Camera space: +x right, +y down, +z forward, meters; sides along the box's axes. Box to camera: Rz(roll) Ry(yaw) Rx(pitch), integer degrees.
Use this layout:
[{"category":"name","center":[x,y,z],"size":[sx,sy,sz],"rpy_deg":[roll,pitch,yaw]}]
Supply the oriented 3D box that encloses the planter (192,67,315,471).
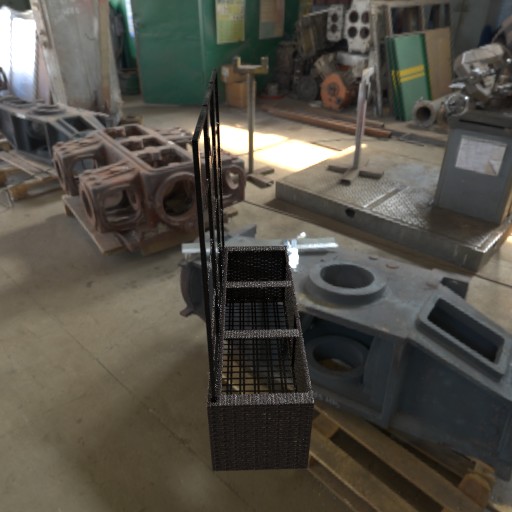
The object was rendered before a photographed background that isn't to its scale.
[{"category":"planter","center":[0.000,0.000,1.191],"size":[0.244,0.841,0.699],"rpy_deg":[-1,32,-1]}]
